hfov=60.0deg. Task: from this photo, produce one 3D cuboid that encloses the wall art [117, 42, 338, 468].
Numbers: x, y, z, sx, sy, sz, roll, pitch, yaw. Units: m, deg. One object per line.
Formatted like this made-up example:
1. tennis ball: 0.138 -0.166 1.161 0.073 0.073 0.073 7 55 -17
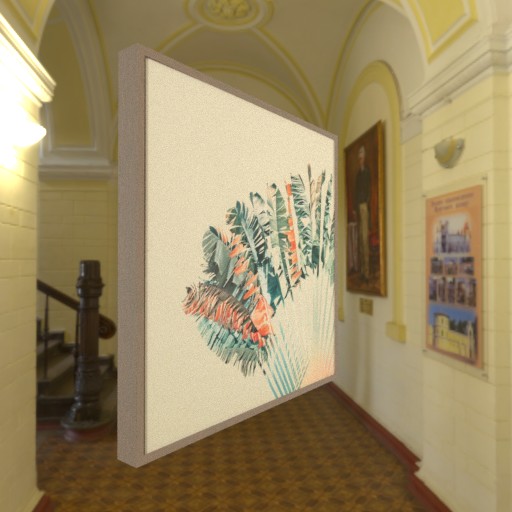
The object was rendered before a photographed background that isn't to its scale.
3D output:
1. wall art: 0.000 0.000 0.739 0.038 0.506 0.508 0 -1 38
